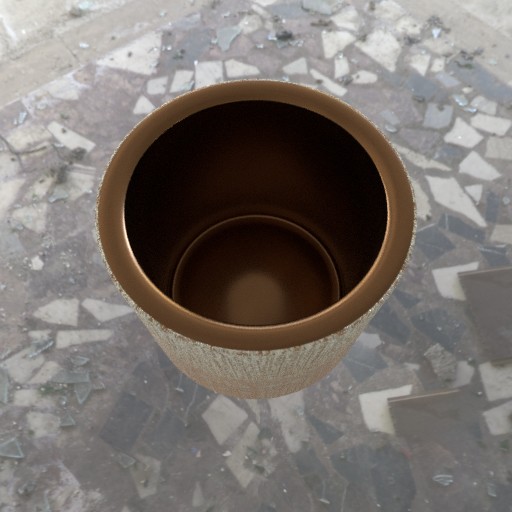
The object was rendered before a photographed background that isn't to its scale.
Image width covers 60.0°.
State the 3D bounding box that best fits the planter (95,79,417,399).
[{"bbox_3d":[0.000,0.000,0.190,0.109,0.096,0.109,0,65,0],"label":"planter"}]
